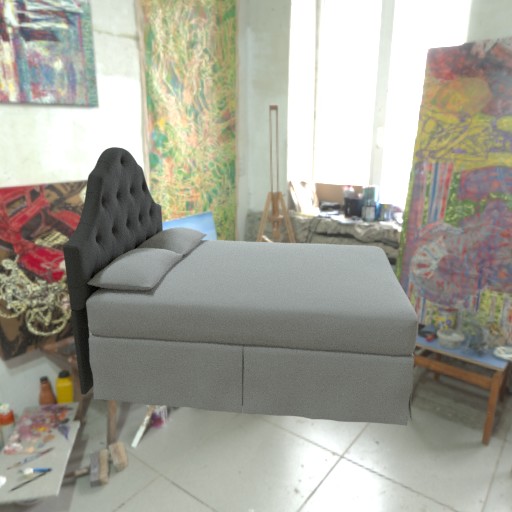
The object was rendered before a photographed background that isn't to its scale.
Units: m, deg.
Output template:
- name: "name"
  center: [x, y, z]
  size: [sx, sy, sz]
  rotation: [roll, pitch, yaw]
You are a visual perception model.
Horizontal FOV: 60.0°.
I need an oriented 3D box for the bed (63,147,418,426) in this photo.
- name: "bed"
  center: [0.000, 0.000, 3.327]
  size: [2.155, 1.575, 1.636]
  rotation: [2, 16, 7]
